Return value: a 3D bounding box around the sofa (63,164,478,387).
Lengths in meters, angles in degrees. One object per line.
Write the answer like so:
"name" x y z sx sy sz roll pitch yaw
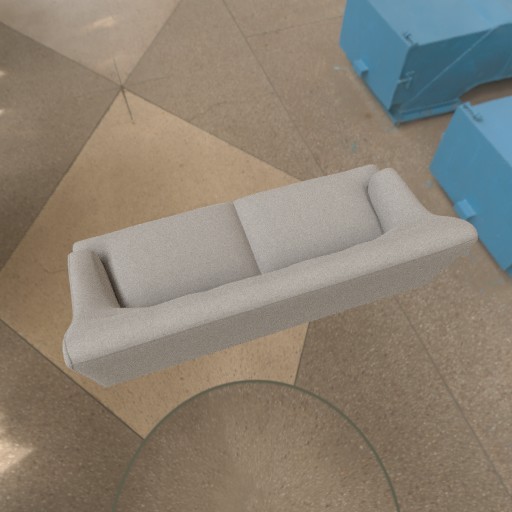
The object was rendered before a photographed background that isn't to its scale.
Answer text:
"sofa" 0.000 0.000 2.562 2.057 0.871 0.978 -16 60 -10
